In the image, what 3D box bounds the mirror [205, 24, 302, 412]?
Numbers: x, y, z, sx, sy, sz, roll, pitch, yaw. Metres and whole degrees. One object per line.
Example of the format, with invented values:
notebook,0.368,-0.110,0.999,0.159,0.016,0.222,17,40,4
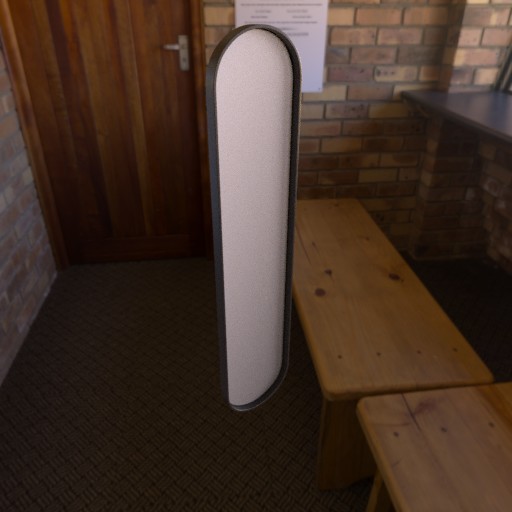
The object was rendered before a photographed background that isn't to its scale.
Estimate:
mirror,0.000,0.000,1.068,0.222,0.991,0.032,-21,35,-33
